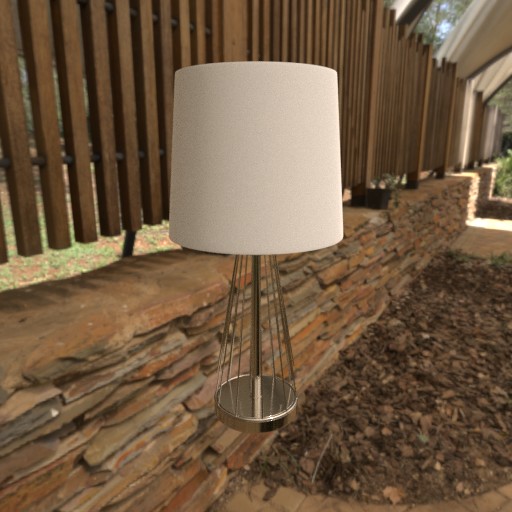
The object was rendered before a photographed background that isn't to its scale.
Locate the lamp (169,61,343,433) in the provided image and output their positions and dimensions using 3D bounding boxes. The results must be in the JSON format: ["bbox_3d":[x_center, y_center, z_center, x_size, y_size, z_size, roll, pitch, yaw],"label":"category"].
[{"bbox_3d":[0.000,0.000,0.795,0.303,0.618,0.303,0,15,0],"label":"lamp"}]
